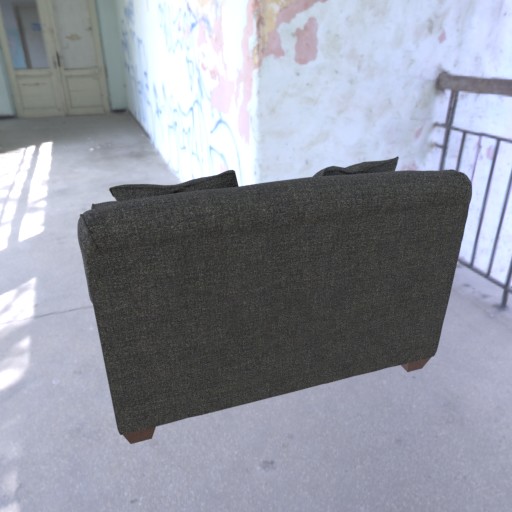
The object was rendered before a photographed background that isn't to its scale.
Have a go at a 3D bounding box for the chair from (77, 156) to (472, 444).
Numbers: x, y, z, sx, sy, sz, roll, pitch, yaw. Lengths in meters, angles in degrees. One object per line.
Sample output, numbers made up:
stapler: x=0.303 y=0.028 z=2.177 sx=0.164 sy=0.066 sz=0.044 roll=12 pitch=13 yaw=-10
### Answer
chair: x=0.000 y=0.000 z=2.010 sx=1.383 sy=0.948 sz=1.000 roll=-9 pitch=28 yaw=-17
